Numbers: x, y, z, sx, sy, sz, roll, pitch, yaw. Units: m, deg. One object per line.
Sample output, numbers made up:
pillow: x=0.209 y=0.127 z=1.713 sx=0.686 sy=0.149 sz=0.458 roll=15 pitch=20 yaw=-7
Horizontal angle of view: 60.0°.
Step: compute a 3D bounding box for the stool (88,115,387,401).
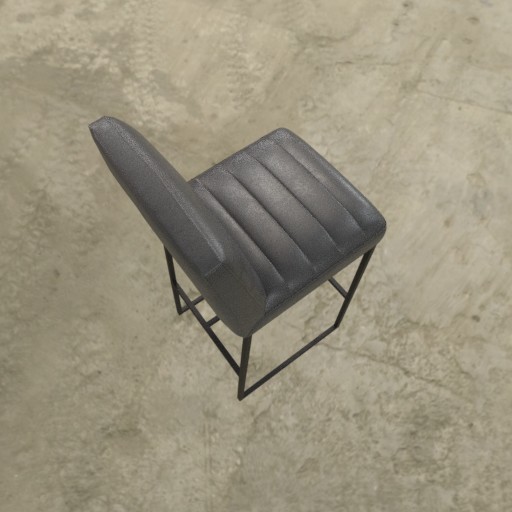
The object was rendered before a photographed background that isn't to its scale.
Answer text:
stool: x=0.000 y=0.000 z=1.334 sx=0.552 sy=1.040 sz=0.457 roll=-33 pitch=65 yaw=-17
